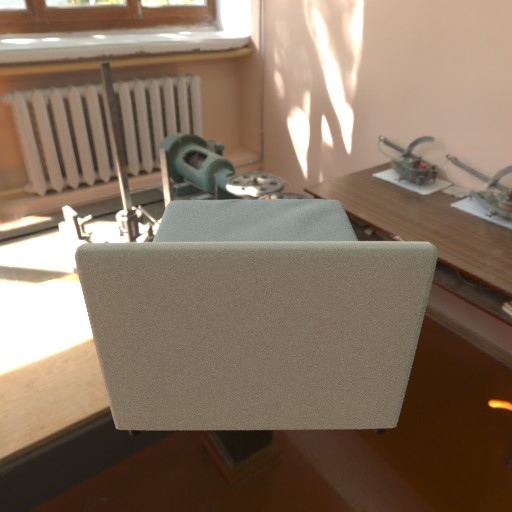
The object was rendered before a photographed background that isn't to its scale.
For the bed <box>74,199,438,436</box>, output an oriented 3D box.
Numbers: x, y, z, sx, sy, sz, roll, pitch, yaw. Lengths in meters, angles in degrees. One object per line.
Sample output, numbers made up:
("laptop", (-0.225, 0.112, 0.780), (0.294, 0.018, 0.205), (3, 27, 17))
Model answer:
("bed", (0.000, 0.000, 3.247), (1.748, 1.330, 2.142), (0, 31, 0))
